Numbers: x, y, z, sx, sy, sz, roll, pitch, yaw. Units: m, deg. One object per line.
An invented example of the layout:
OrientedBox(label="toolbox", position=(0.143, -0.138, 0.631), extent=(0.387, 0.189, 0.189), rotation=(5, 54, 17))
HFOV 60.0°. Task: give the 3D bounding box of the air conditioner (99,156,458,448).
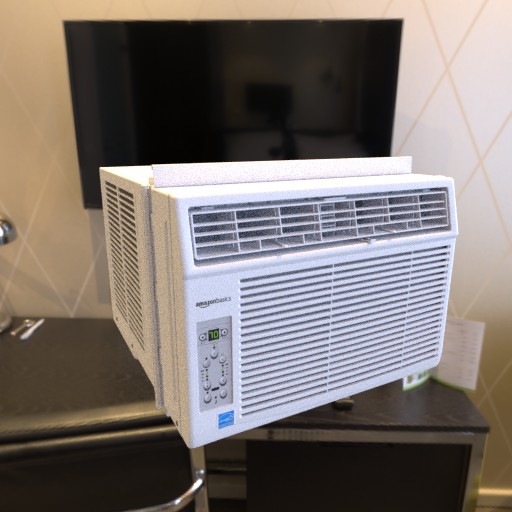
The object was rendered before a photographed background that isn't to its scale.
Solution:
OrientedBox(label="air conditioner", position=(0.000, 0.000, 0.882), extent=(0.503, 0.388, 0.546), rotation=(-8, 17, -27))
